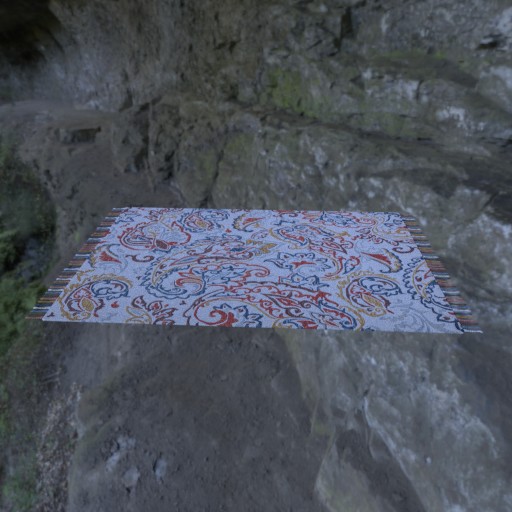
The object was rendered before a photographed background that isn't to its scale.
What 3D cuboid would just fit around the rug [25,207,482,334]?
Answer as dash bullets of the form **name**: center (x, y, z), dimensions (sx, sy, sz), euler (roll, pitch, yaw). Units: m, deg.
- **rug**: center (0.000, 0.000, 2.436), dimensions (1.997, 0.010, 1.218), euler (1, 30, 2)
